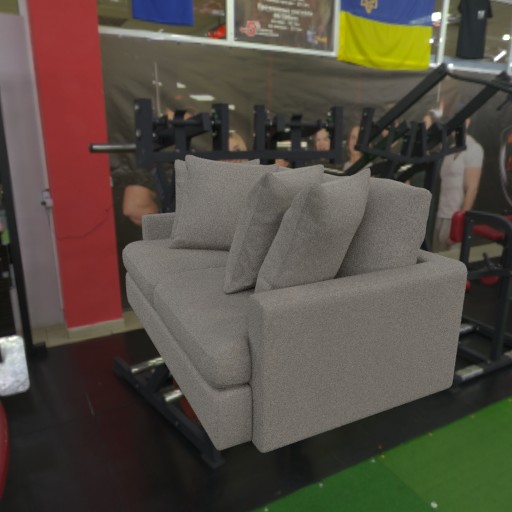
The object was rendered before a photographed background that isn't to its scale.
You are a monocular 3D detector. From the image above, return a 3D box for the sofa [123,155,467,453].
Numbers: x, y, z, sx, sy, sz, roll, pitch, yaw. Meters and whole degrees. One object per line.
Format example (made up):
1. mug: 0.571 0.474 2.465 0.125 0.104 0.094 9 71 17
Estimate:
1. sofa: 0.000 0.000 2.536 1.228 1.080 1.869 -8 18 -25
